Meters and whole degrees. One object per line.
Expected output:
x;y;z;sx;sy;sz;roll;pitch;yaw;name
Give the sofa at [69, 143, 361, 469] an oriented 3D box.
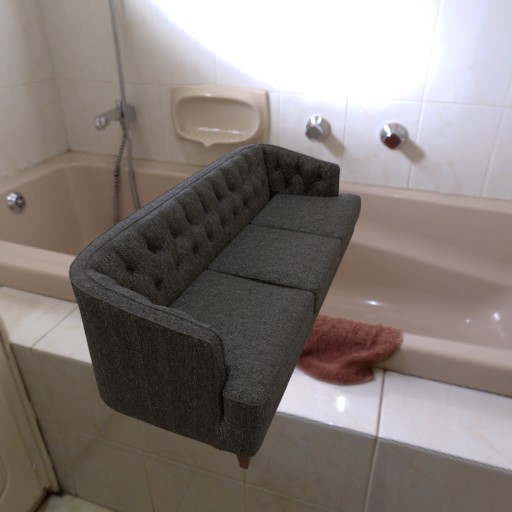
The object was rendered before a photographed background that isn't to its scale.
0.000;0.000;2.693;0.941;0.855;2.278;10;31;18;sofa
